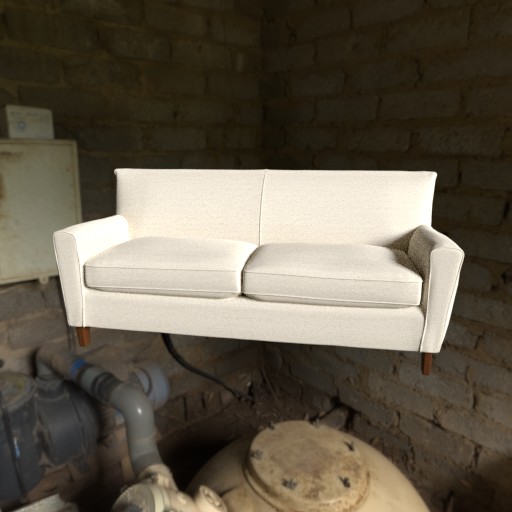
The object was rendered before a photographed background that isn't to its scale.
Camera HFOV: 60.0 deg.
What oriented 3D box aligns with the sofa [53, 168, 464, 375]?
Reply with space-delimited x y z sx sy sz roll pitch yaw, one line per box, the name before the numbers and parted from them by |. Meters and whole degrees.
sofa | 0.000 0.000 2.486 2.001 0.907 0.841 2 15 9
